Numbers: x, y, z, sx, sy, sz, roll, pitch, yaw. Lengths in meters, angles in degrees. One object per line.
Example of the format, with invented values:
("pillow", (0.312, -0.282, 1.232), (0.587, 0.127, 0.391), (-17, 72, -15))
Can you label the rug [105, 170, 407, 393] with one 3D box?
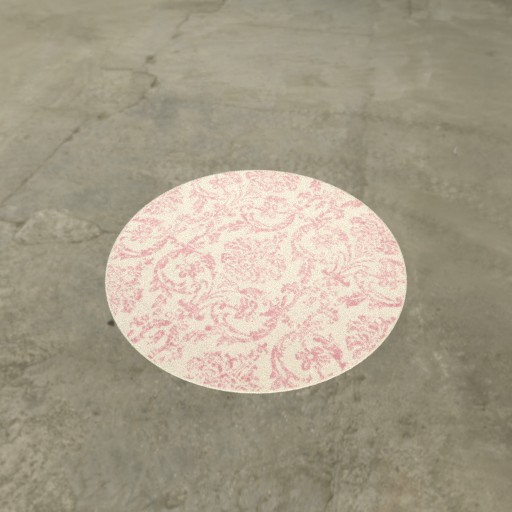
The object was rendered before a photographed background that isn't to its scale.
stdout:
("rug", (0.000, 0.000, 2.404), (1.593, 0.012, 1.593), (0, 46, 0))
